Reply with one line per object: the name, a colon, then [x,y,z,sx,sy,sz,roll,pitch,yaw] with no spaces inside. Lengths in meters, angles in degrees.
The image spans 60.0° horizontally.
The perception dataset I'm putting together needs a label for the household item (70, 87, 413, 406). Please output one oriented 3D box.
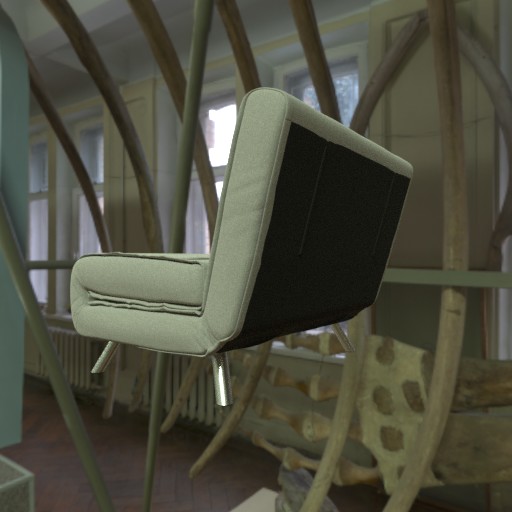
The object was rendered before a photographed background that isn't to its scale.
household item: [0.000,0.000,1.646,0.874,0.800,1.000,0,0,36]
